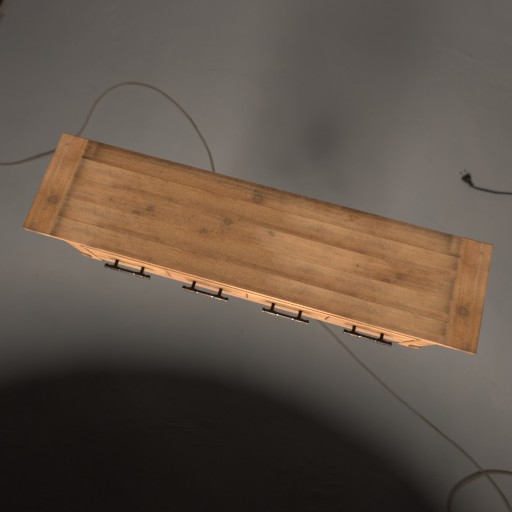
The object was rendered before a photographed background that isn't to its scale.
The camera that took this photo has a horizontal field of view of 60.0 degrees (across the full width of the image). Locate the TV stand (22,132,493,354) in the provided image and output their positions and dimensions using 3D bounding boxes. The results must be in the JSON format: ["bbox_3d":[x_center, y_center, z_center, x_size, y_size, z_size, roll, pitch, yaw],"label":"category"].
[{"bbox_3d":[0.000,0.000,2.016,1.804,0.573,0.453,15,76,4],"label":"TV stand"}]
